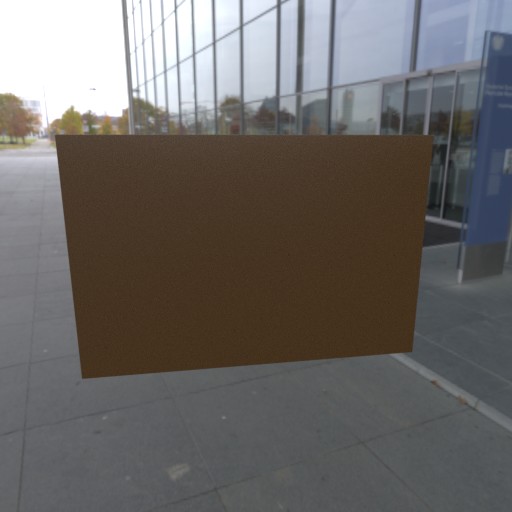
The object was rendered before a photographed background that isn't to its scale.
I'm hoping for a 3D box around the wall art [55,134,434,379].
[{"bbox_3d":[0.000,0.000,1.442,1.145,0.762,0.041,-2,15,-9],"label":"wall art"}]
